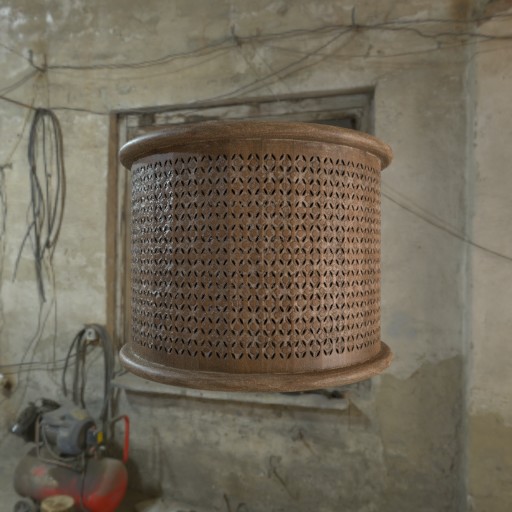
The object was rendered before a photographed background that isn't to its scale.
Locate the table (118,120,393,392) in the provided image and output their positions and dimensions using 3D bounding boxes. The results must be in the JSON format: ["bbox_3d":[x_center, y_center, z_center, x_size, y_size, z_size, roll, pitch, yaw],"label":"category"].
[{"bbox_3d":[0.000,0.000,1.025,0.607,0.450,0.607,0,0,0],"label":"table"}]
